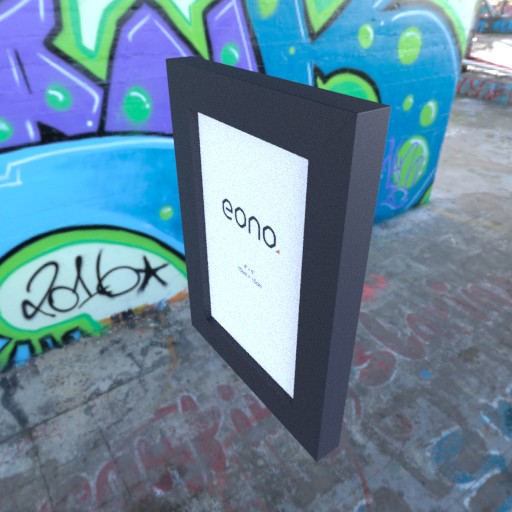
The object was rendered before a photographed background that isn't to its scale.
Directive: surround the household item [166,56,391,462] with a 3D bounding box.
[{"bbox_3d":[0.000,0.000,0.233,0.022,0.178,0.133,-21,38,-30],"label":"household item"}]
